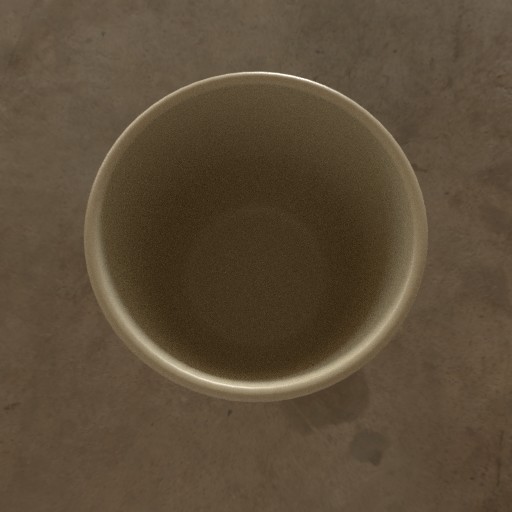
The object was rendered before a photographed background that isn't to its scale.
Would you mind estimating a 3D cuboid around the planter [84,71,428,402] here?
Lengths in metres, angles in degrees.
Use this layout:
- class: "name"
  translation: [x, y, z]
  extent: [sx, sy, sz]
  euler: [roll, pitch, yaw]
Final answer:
- class: "planter"
  translation: [0.000, 0.000, 0.212]
  extent: [0.124, 0.109, 0.124]
  euler: [0, 77, 0]
